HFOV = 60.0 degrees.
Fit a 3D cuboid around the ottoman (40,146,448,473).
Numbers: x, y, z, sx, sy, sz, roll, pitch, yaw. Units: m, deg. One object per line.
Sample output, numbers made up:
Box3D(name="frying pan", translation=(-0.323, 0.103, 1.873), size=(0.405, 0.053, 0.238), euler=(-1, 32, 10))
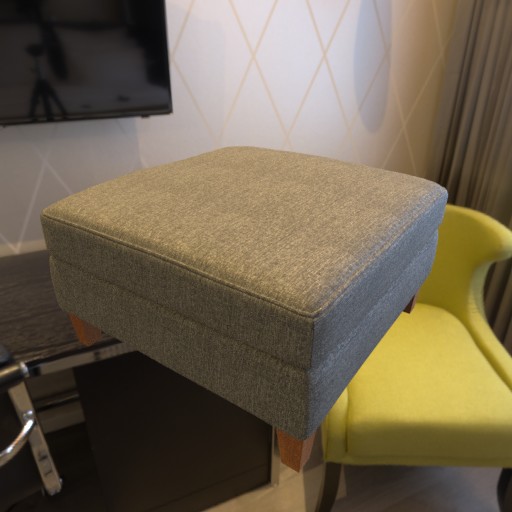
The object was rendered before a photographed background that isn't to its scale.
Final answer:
Box3D(name="ottoman", translation=(0.000, 0.000, 1.303), size=(0.838, 0.481, 0.838), euler=(18, 32, 31))
